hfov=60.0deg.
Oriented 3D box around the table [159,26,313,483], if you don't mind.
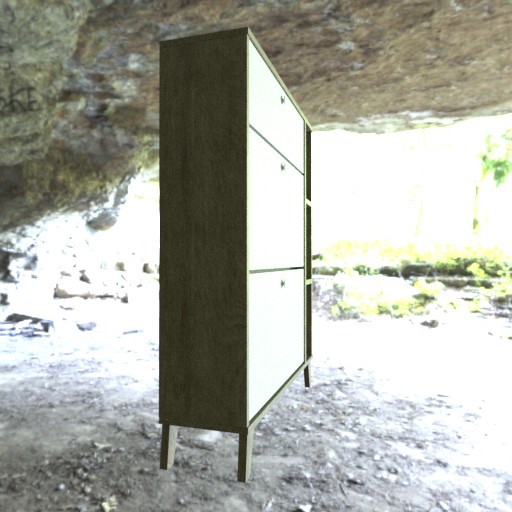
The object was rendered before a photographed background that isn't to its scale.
[{"bbox_3d":[0.000,0.000,1.567,0.256,1.135,0.902,0,-1,18],"label":"table"}]
